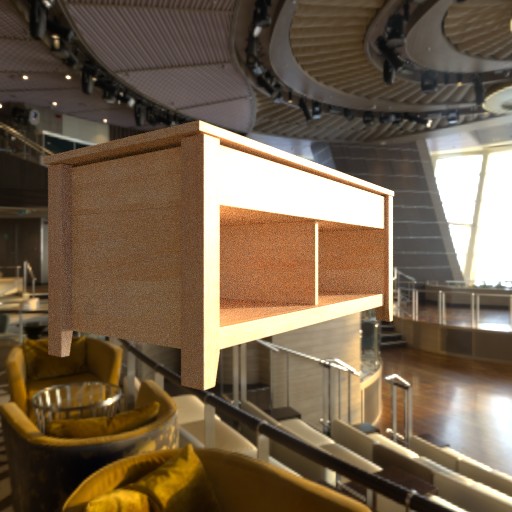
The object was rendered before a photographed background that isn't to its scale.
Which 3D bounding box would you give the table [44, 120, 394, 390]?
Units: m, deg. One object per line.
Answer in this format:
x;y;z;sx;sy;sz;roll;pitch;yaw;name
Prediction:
0.000;0.000;1.298;0.483;0.457;1.016;0;0;35;table
